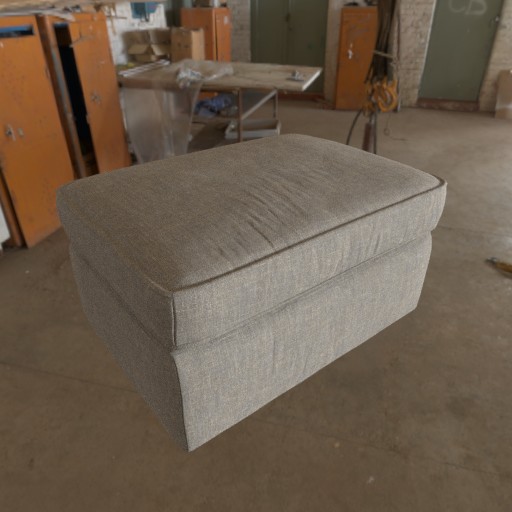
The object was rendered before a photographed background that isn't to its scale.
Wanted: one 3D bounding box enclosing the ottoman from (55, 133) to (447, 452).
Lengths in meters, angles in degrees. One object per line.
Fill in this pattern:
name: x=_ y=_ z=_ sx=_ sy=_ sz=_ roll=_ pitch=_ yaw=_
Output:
ottoman: x=0.000 y=0.000 z=1.095 sx=0.762 sy=0.457 sz=0.559 roll=-22 pitch=37 yaw=-32
